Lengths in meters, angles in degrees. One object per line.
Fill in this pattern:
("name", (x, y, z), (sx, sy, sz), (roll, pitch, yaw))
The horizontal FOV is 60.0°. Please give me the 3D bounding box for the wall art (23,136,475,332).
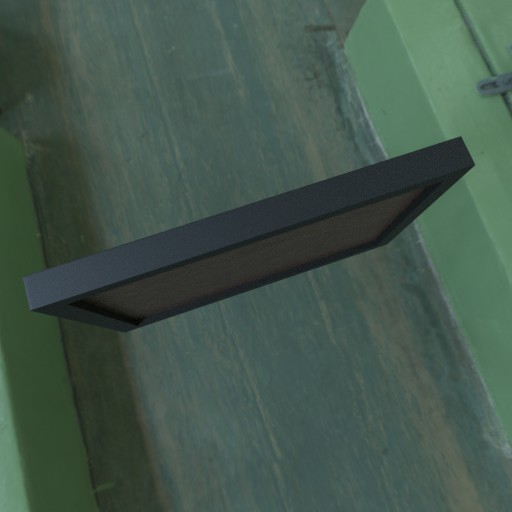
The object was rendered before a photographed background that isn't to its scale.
("wall art", (0.000, 0.000, 0.859), (0.671, 0.456, 0.051), (-18, 77, -4))
